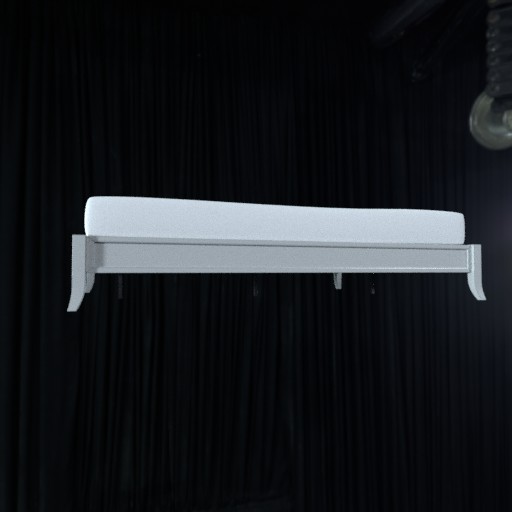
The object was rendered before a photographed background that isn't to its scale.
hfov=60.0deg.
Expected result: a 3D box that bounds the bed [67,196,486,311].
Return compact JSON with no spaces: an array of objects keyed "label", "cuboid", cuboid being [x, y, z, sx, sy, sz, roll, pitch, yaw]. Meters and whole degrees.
[{"label":"bed","cuboid":[0.000,0.000,2.843,2.108,0.510,1.604,1,-2,-19]}]
